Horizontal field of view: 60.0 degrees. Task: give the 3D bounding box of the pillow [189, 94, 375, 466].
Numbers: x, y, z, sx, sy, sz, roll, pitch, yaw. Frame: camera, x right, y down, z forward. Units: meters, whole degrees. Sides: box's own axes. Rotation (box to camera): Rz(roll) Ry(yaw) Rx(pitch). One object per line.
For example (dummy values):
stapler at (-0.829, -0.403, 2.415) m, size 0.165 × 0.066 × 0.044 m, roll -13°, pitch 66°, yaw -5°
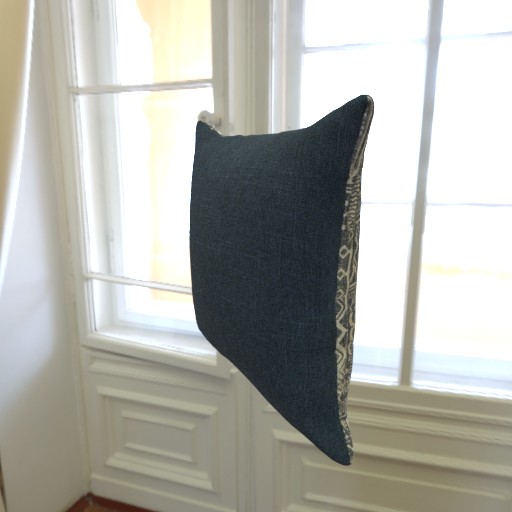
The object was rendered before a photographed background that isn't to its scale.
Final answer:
pillow at (0.000, 0.000, 0.778) m, size 0.180 × 0.487 × 0.546 m, roll -7°, pitch 15°, yaw -27°
